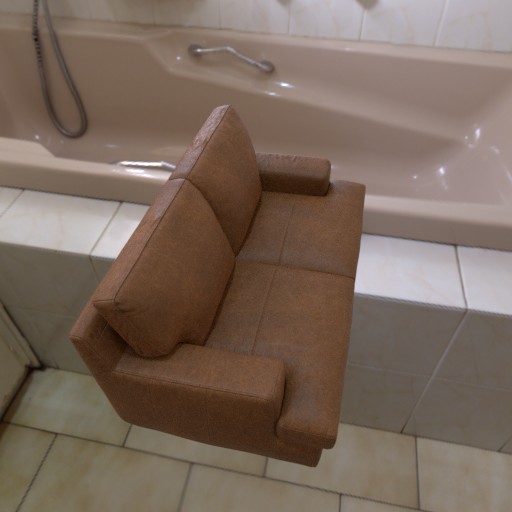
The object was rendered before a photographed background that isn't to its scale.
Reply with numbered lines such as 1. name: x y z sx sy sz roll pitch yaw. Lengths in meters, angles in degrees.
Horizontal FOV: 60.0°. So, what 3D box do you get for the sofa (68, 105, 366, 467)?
1. sofa: 0.000 0.000 2.499 1.144 0.966 1.880 10 46 10
